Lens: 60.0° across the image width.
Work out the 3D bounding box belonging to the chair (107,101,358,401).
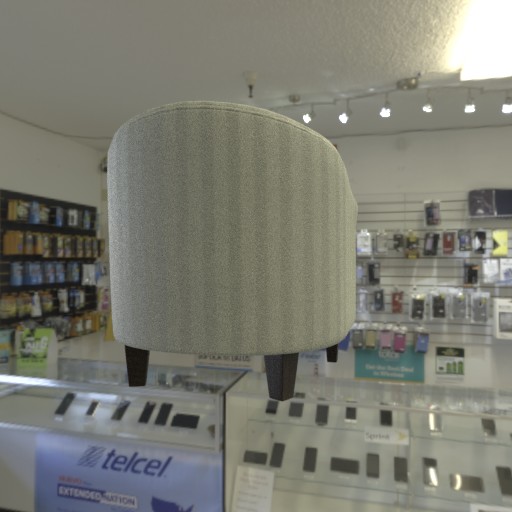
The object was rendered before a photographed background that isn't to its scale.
[{"bbox_3d":[0.000,0.000,1.693,0.756,0.757,1.288,0,0,17],"label":"chair"}]
